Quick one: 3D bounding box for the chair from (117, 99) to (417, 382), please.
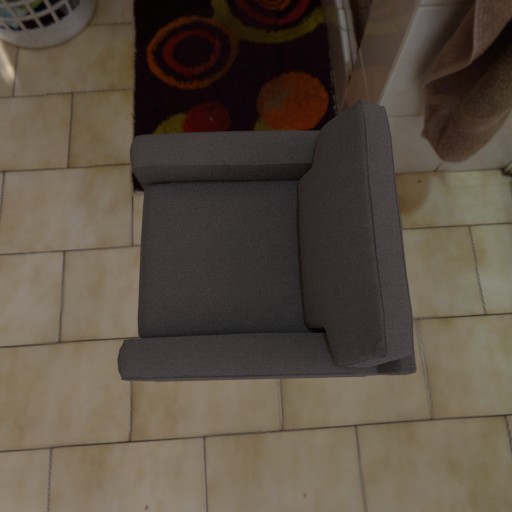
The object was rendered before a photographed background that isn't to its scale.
[{"bbox_3d":[0.000,0.000,1.860,1.043,0.913,0.997,-1,74,0],"label":"chair"}]
